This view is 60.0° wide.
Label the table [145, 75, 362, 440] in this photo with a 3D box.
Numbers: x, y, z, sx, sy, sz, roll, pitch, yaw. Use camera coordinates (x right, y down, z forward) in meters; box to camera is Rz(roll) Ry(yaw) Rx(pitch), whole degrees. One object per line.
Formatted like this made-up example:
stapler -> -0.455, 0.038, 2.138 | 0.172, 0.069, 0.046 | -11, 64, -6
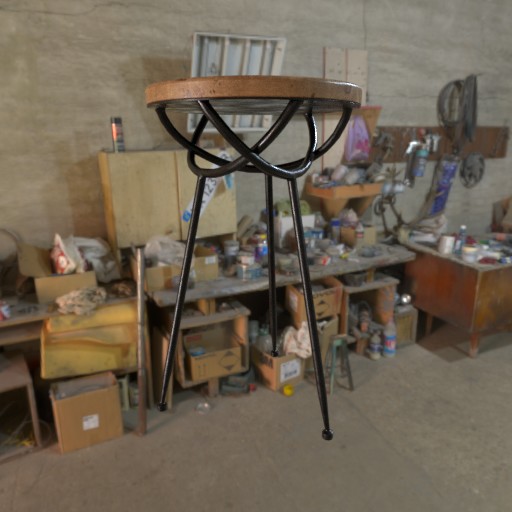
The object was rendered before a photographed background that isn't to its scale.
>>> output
table -> 0.000, 0.000, 0.943 | 0.414, 0.664, 0.418 | 8, 16, 28
